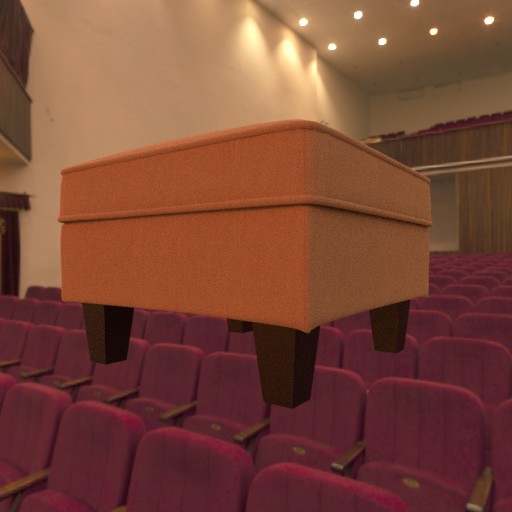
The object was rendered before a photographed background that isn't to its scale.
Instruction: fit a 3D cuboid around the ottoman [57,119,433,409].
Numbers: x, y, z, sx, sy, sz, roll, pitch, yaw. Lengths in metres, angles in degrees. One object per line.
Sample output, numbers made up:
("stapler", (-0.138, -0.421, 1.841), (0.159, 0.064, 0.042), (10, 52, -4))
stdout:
("ottoman", (0.000, 0.000, 0.979), (0.616, 0.438, 0.613), (0, 0, 36))
